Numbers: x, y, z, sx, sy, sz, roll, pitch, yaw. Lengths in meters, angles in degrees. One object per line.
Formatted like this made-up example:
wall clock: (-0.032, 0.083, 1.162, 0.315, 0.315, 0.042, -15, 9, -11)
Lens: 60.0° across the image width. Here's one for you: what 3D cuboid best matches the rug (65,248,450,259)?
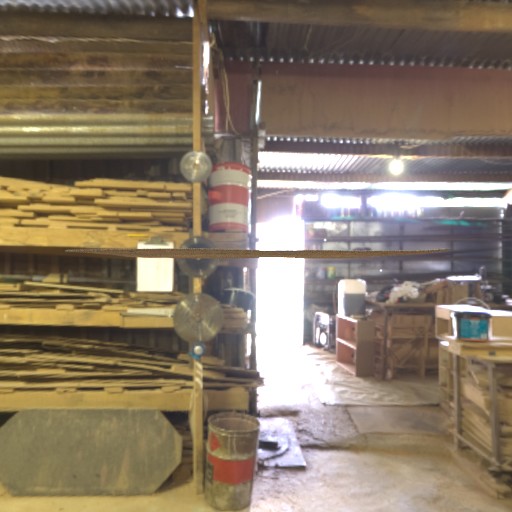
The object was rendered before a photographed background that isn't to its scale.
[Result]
rug: (0.000, 0.000, 2.310, 1.220, 0.017, 1.835, 0, -1, 0)
